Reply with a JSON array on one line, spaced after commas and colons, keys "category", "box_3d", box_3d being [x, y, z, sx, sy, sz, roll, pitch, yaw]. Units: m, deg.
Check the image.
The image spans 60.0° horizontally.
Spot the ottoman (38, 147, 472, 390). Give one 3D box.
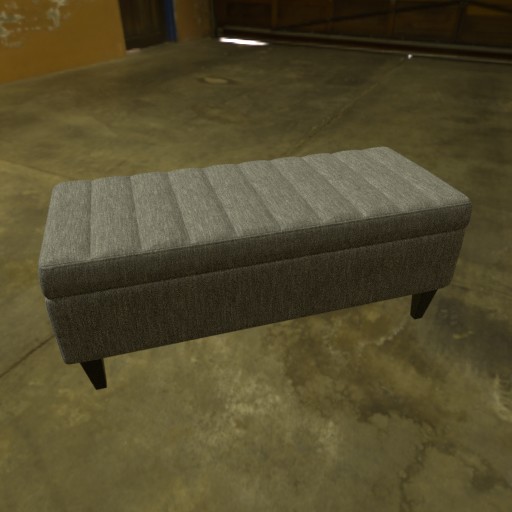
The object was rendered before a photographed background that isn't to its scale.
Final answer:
[{"category": "ottoman", "box_3d": [0.000, 0.000, 1.396, 1.151, 0.469, 0.482, -9, 34, -14]}]
